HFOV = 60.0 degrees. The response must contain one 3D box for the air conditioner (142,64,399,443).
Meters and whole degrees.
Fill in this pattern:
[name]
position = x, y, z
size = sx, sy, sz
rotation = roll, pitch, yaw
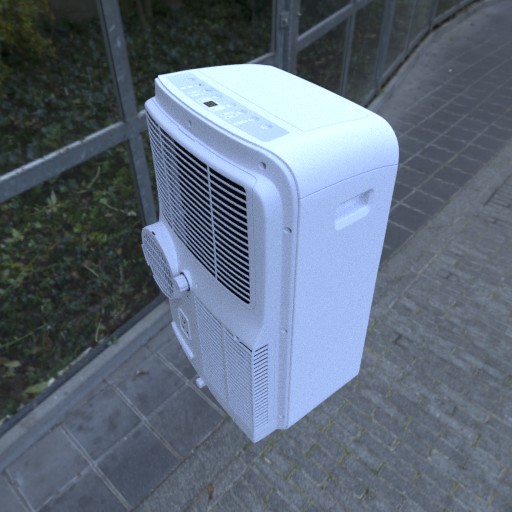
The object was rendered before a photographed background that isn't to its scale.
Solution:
[air conditioner]
position = 0.000, 0.000, 0.946
size = 0.365, 0.700, 0.454
rotation = -24, 46, -25
